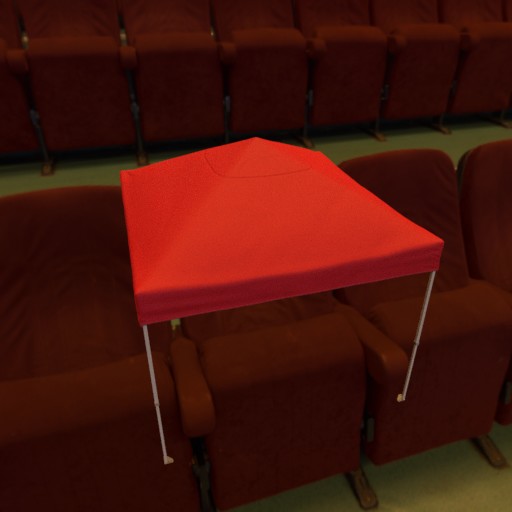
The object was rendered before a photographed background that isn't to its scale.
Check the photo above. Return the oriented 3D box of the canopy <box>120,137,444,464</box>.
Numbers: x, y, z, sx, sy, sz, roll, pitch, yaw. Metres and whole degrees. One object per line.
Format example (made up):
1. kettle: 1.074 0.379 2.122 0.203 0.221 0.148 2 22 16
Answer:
1. canopy: 0.000 0.000 5.574 2.996 2.997 2.998 -9 32 -15
